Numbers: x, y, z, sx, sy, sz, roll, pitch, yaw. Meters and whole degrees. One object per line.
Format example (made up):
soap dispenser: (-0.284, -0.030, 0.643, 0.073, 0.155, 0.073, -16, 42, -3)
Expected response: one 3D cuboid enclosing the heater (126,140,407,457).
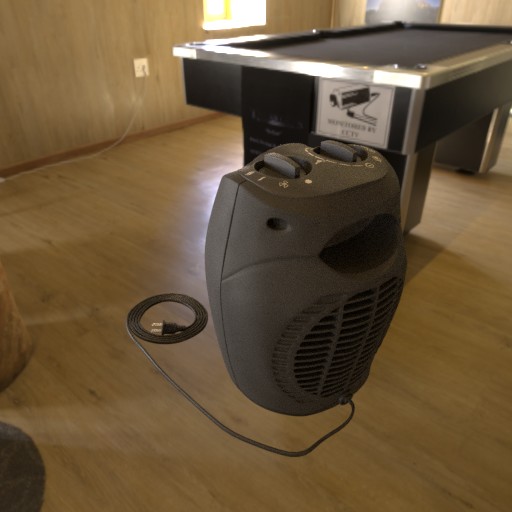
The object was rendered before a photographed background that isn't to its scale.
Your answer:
heater: (0.000, 0.000, 0.455, 0.239, 0.240, 0.291, -19, 37, -28)
